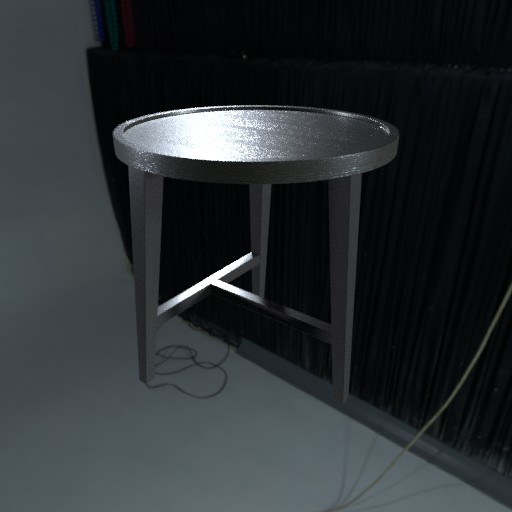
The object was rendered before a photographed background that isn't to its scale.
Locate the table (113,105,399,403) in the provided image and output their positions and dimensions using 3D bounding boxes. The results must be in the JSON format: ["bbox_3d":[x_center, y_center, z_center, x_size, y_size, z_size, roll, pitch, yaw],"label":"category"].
[{"bbox_3d":[0.000,0.000,0.924,0.500,0.531,0.500,0,27,0],"label":"table"}]
